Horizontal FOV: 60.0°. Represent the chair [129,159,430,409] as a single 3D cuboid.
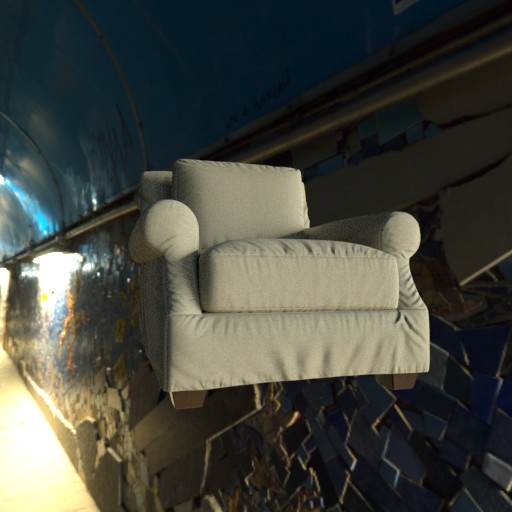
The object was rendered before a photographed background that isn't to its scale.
[{"bbox_3d":[0.000,0.000,1.738,0.940,0.866,1.066,1,-3,-18],"label":"chair"}]
